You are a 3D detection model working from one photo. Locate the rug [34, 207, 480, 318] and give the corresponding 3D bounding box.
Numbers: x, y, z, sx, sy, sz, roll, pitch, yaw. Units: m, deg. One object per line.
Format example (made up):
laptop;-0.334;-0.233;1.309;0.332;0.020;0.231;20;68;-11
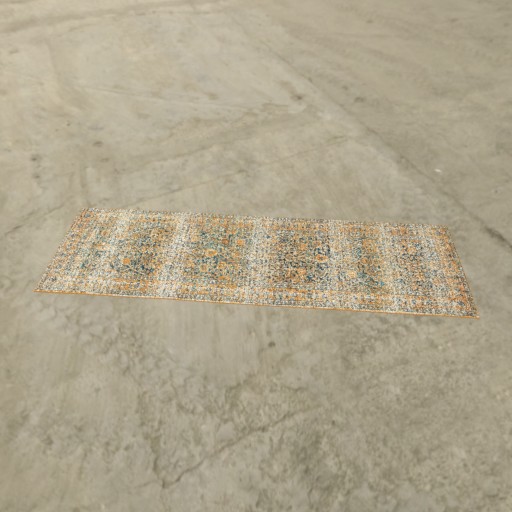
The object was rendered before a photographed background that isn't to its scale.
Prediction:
rug;0.000;0.000;2.513;2.294;0.014;0.704;3;45;3
